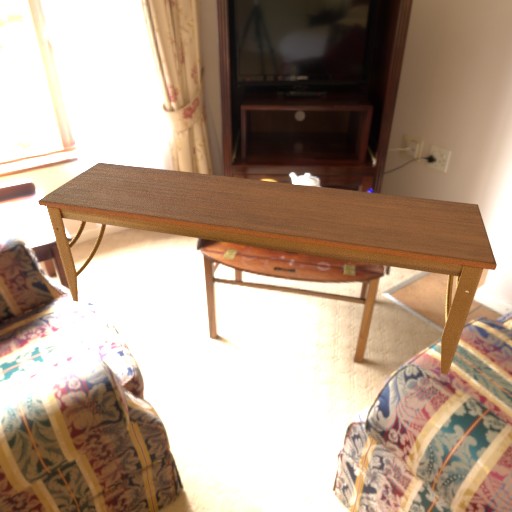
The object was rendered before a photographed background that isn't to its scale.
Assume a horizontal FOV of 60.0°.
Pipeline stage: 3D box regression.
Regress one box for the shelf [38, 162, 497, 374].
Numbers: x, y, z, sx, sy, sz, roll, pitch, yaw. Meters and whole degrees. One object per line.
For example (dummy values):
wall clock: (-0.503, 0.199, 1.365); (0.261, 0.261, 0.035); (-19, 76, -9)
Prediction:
shelf: (0.000, 0.000, 0.712); (0.636, 0.190, 0.166); (9, 34, 13)
